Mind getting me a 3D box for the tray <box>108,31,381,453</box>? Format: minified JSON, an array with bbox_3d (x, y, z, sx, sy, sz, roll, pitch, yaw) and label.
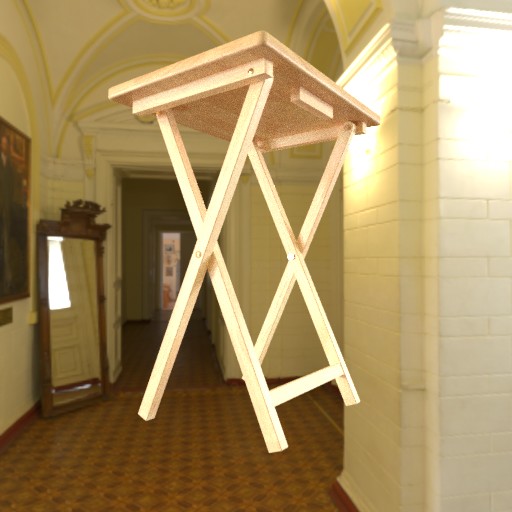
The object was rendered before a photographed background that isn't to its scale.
[{"bbox_3d":[0.000,0.000,0.954,0.381,0.660,0.483,-1,-1,36],"label":"tray"}]
